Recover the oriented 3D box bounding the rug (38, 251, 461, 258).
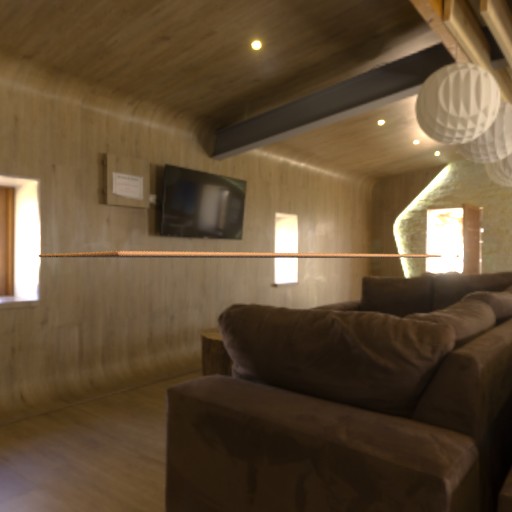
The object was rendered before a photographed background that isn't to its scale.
[{"bbox_3d":[0.000,0.000,2.074,1.678,0.013,1.078,0,-1,-36],"label":"rug"}]
